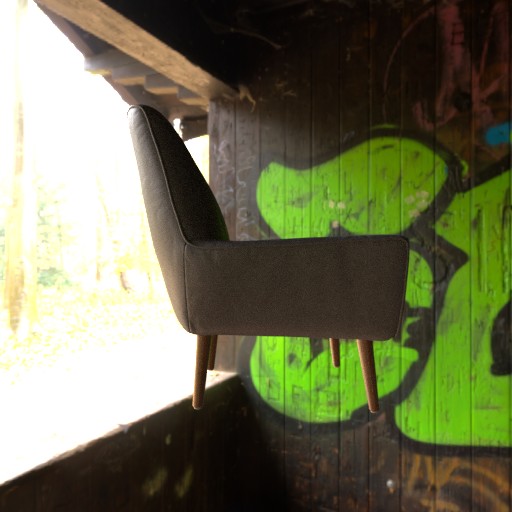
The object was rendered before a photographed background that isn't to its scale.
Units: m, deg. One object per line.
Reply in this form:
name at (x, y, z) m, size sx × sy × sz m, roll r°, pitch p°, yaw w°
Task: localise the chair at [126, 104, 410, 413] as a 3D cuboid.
chair at (0.000, 0.000, 1.513) m, size 0.822 × 0.888 × 0.787 m, roll 0°, pitch -1°, yaw -1°
